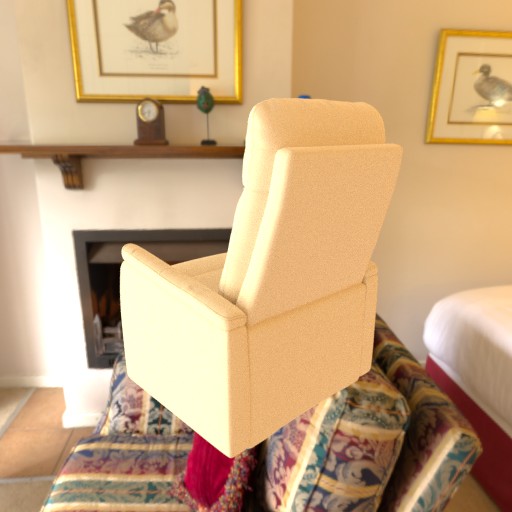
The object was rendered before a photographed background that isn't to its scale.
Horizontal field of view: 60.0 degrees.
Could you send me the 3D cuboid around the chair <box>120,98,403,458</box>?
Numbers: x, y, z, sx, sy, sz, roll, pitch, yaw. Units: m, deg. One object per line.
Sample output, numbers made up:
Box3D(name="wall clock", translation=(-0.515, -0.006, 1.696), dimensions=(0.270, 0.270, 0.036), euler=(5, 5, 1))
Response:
Box3D(name="chair", translation=(0.000, 0.000, 1.653), dimensions=(0.775, 1.082, 0.831), euler=(-14, 21, -41))
